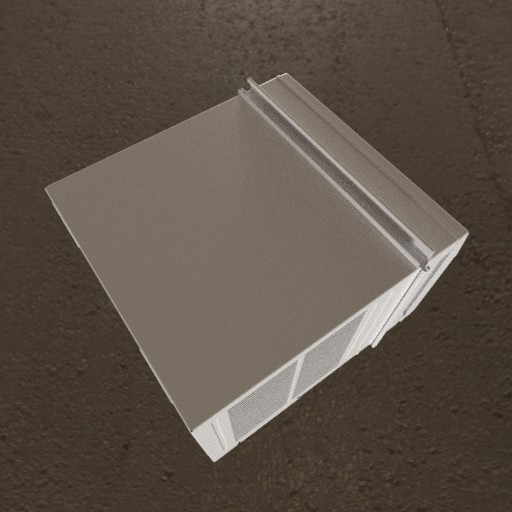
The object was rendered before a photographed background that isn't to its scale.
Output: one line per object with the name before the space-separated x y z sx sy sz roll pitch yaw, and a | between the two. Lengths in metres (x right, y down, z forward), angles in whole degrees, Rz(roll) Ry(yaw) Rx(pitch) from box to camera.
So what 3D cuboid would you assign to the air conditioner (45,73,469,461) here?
air conditioner | 0.000 0.000 0.875 0.546 0.388 0.503 -31 64 -17
